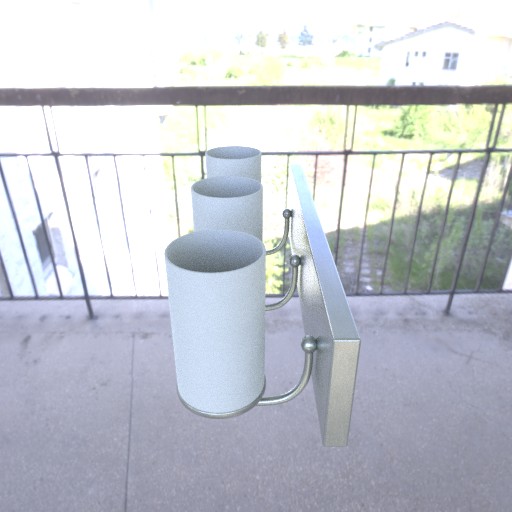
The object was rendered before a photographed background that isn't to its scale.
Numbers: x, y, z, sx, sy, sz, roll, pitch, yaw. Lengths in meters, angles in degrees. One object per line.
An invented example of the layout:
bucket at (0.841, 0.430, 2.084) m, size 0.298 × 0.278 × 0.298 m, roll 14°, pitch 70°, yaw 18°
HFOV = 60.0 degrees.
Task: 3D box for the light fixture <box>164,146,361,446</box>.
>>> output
light fixture at (0.000, 0.000, 0.526) m, size 0.145 × 0.172 × 0.451 m, roll 0°, pitch 27°, yaw 0°
